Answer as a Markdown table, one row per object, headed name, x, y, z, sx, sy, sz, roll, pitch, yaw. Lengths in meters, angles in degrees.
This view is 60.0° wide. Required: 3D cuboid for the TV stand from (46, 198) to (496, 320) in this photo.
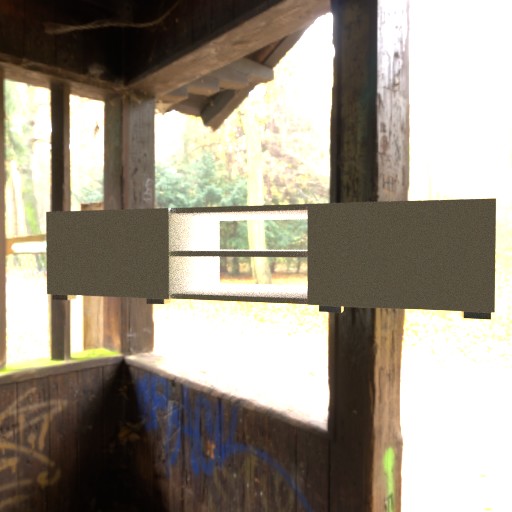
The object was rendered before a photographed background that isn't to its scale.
| name | x | y | z | sx | sy | sz | roll | pitch | yaw |
| --- | --- | --- | --- | --- | --- | --- | --- | --- | --- |
| TV stand | 0.000 | 0.000 | 1.524 | 1.400 | 0.310 | 0.420 | 0 | 1 | 18 |
